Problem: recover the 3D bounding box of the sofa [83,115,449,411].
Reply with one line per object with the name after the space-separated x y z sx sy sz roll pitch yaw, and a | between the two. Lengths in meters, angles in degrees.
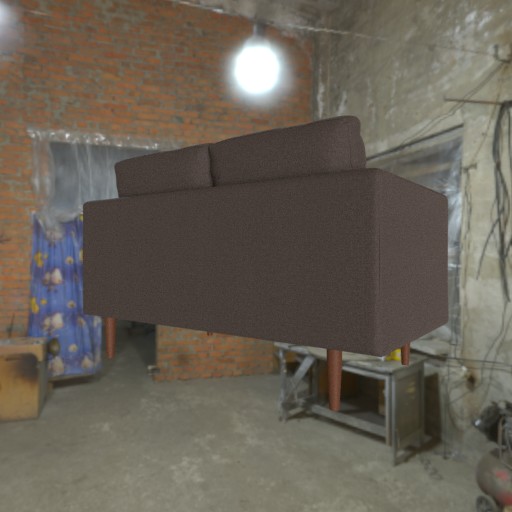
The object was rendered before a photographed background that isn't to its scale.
0.000 0.000 1.939 1.430 0.908 0.796 0 1 36 | sofa
